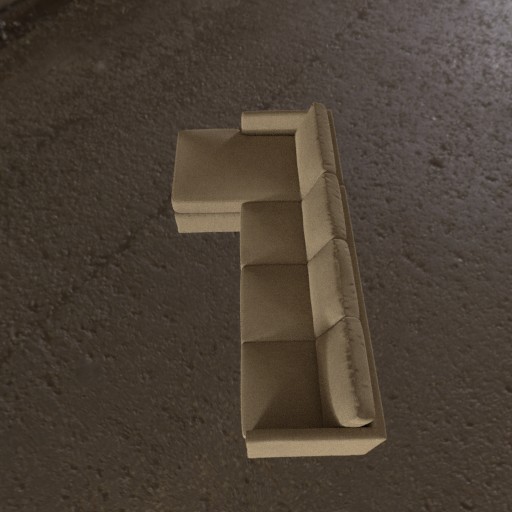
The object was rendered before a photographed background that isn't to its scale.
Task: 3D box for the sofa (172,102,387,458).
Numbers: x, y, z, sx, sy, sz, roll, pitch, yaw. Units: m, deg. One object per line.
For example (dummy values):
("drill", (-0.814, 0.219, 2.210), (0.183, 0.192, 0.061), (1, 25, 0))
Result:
("sofa", (0.000, 0.000, 3.927), (1.638, 0.920, 3.198), (-1, 58, -1))
